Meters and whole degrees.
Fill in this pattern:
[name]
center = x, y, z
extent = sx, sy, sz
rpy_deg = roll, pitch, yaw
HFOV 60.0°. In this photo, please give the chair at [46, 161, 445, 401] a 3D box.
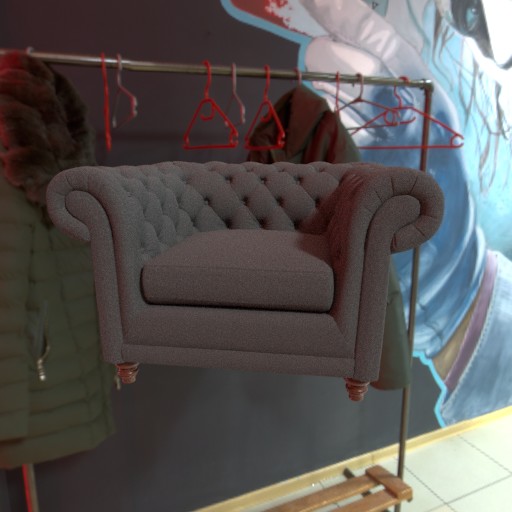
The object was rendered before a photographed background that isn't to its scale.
[chair]
center = 0.000, 0.000, 1.865
extent = 1.270, 0.770, 0.976
rpy_deg = 2, 13, 8
